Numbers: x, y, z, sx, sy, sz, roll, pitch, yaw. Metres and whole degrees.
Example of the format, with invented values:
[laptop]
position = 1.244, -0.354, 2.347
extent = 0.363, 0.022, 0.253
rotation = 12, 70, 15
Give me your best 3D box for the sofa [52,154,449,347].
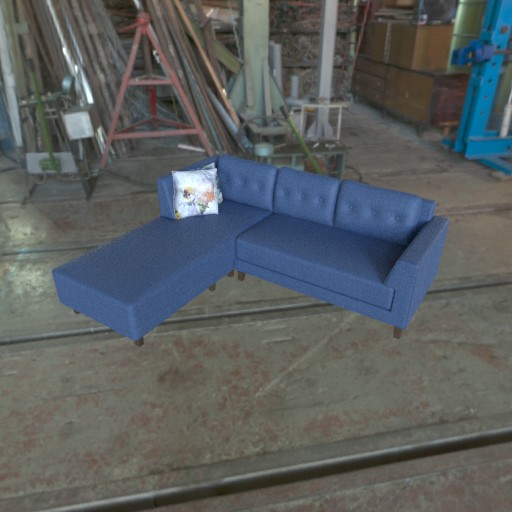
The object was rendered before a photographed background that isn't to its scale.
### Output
[sofa]
position = 0.000, 0.000, 3.115
extent = 2.120, 0.787, 1.829
rotation = 18, 34, 29
